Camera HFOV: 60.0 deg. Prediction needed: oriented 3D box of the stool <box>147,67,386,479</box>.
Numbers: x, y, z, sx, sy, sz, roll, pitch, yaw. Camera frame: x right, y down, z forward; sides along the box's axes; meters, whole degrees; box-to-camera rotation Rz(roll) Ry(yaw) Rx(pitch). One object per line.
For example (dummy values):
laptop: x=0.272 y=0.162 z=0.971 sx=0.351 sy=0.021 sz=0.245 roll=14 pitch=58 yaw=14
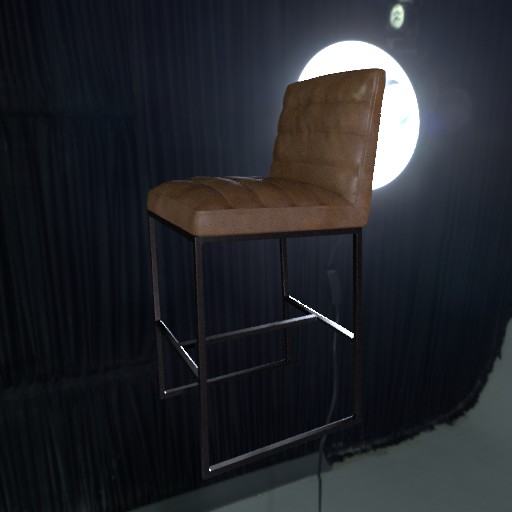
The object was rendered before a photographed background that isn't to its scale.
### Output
stool: x=0.000 y=0.000 z=1.350 sx=0.562 sy=1.065 sz=0.463 roll=-8 pitch=17 yaw=-26
